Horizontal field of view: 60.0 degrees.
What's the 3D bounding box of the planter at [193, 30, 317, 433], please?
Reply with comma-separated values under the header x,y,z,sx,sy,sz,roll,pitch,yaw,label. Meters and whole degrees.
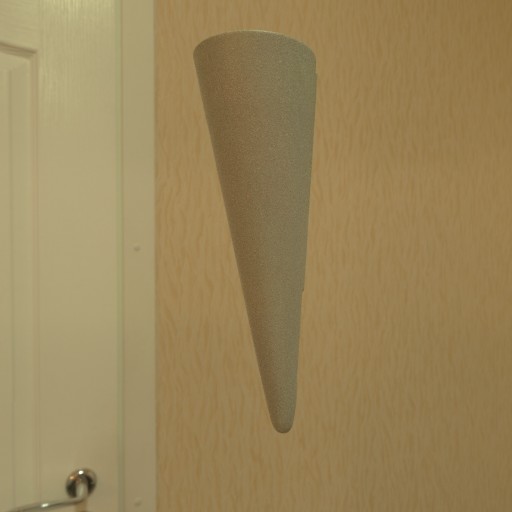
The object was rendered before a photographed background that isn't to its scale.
x,y,z,sx,sy,sz,roll,pitch,yaw,label
0.000,0.000,0.218,0.057,0.191,0.064,1,1,37,planter
